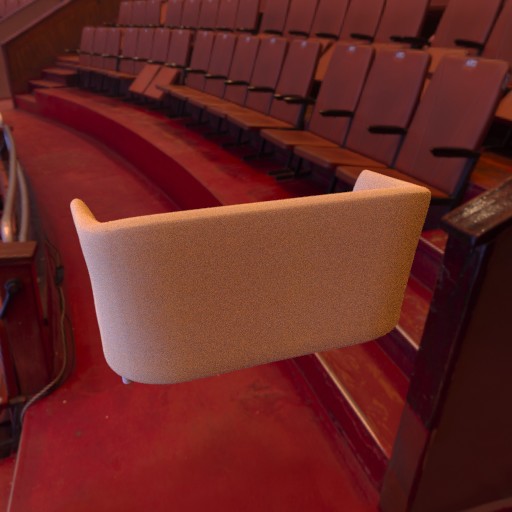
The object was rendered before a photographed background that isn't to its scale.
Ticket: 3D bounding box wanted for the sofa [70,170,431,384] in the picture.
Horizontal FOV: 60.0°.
[{"bbox_3d":[0.000,0.000,1.911,1.452,0.721,0.705,-8,28,-16],"label":"sofa"}]
